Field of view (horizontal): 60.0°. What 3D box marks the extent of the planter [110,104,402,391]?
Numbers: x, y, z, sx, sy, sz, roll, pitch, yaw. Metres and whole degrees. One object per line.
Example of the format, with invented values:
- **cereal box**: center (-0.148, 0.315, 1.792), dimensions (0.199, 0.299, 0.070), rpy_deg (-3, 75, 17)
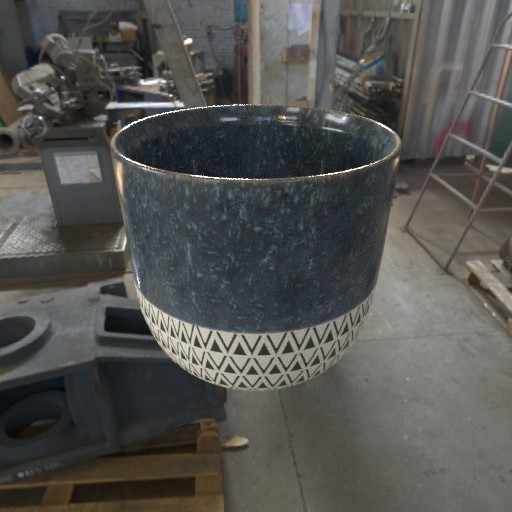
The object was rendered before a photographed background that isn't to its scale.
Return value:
- **planter**: center (0.000, 0.000, 0.485), dimensions (0.266, 0.270, 0.266), rpy_deg (0, 30, 0)
